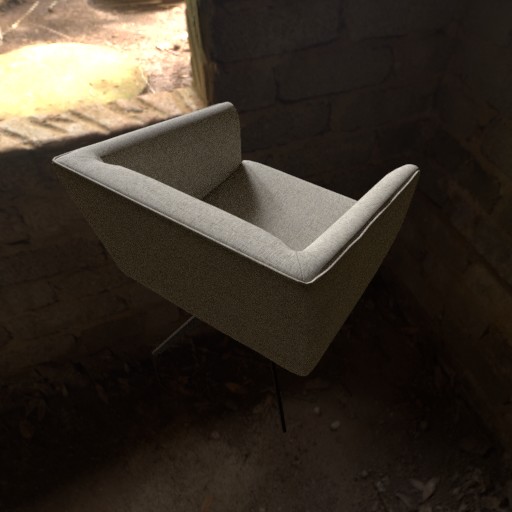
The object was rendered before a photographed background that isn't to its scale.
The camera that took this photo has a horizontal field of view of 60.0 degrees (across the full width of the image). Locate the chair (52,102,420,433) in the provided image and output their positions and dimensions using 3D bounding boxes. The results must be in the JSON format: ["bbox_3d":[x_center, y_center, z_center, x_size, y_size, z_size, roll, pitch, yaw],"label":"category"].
[{"bbox_3d":[0.000,0.000,1.236,0.628,0.760,0.623,26,52,23],"label":"chair"}]
